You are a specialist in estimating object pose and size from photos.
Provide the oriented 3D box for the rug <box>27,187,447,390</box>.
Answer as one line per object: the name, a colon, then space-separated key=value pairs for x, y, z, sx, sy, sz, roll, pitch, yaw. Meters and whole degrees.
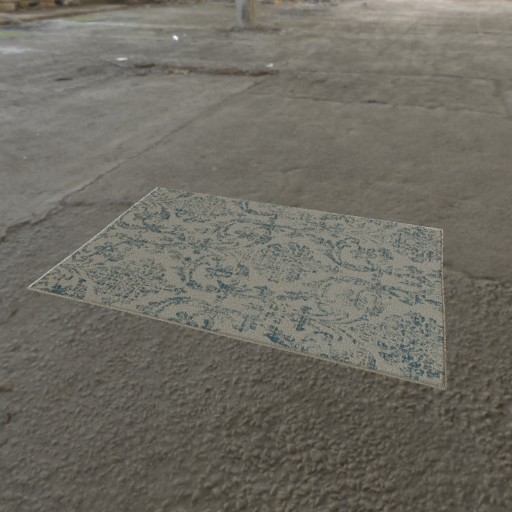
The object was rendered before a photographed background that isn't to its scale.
rug: x=0.000 y=0.000 z=2.288 sx=1.831 sy=0.012 sz=1.213 roll=10 pitch=34 yaw=16
